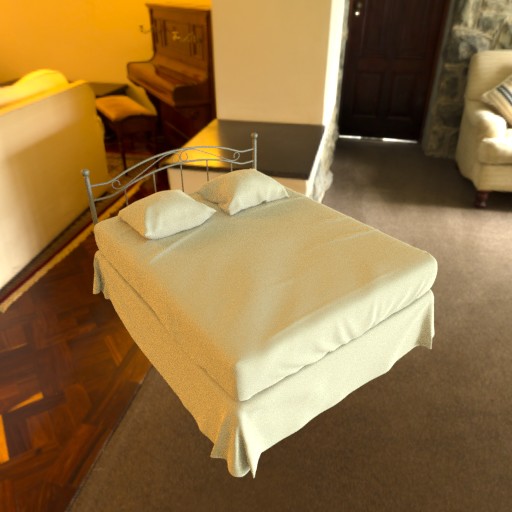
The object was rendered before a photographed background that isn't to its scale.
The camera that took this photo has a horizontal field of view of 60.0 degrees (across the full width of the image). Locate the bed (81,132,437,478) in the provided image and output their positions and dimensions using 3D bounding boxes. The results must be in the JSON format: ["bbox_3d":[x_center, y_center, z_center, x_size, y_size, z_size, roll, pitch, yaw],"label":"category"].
[{"bbox_3d":[0.000,0.000,3.267,1.936,1.080,2.215,-22,37,-31],"label":"bed"}]
